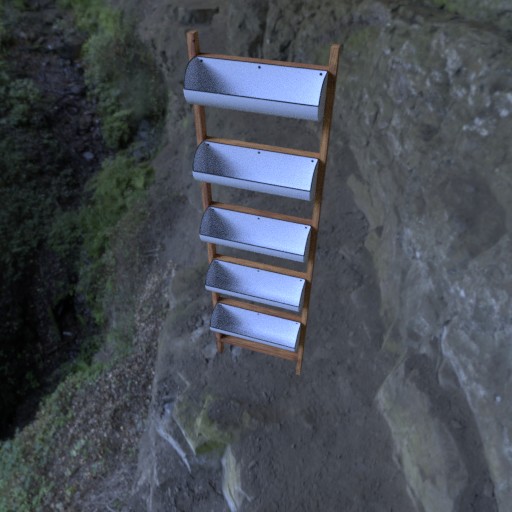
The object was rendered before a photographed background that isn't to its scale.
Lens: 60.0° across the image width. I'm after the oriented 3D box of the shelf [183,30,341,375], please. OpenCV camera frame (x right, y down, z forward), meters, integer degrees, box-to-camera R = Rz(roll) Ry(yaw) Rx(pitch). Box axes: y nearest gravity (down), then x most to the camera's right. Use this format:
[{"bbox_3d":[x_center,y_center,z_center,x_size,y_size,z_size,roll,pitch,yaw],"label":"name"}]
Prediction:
[{"bbox_3d":[0.000,0.000,1.774,0.454,1.600,0.141,12,44,13],"label":"shelf"}]
